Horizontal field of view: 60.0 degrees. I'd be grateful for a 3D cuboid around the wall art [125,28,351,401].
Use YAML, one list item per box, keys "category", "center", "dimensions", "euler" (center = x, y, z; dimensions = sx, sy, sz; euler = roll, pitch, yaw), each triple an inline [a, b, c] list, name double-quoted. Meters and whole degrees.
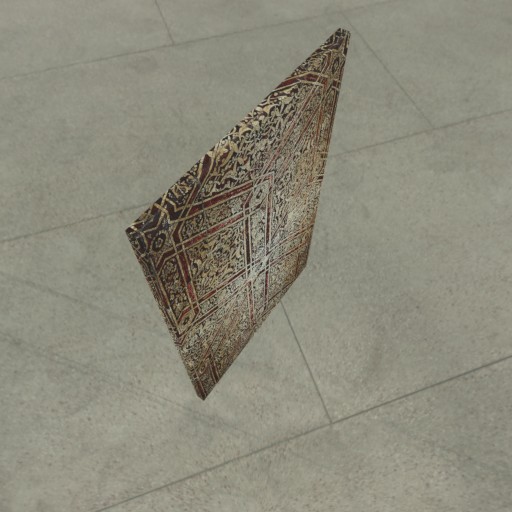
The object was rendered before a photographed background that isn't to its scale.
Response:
- category: "wall art"
  center: [0.000, 0.000, 1.128]
  dimensions: [0.030, 0.904, 0.599]
  euler: [31, 63, 18]
